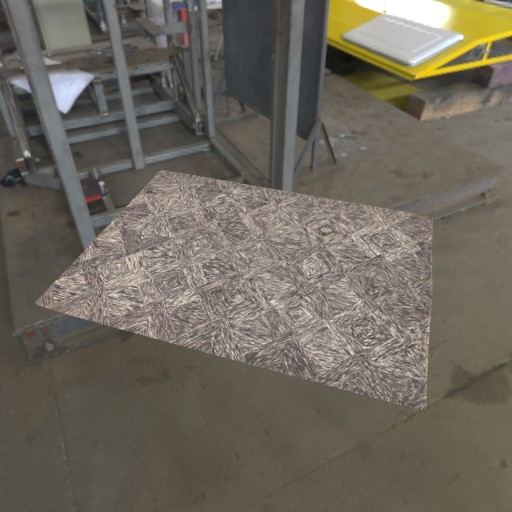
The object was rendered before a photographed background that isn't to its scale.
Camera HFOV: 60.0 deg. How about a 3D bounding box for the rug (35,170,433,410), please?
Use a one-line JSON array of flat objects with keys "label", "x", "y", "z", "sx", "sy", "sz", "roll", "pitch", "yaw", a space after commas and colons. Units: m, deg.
[{"label": "rug", "x": 0.000, "y": 0.000, "z": 5.377, "sx": 4.093, "sy": 0.020, "sz": 2.997, "roll": 12, "pitch": 43, "yaw": 13}]
